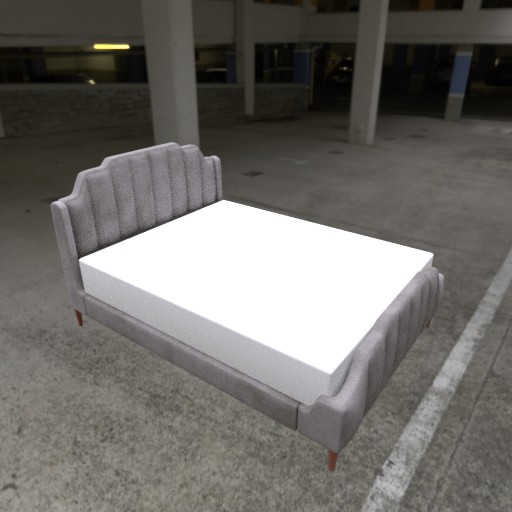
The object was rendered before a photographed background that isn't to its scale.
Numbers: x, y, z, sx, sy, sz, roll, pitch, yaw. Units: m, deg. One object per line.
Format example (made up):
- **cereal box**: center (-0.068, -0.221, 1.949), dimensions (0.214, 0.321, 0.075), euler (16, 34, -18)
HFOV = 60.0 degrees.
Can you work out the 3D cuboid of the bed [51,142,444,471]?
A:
- **bed**: center (0.000, 0.000, 3.229), dimensions (2.340, 1.245, 1.676), euler (18, 31, 32)
